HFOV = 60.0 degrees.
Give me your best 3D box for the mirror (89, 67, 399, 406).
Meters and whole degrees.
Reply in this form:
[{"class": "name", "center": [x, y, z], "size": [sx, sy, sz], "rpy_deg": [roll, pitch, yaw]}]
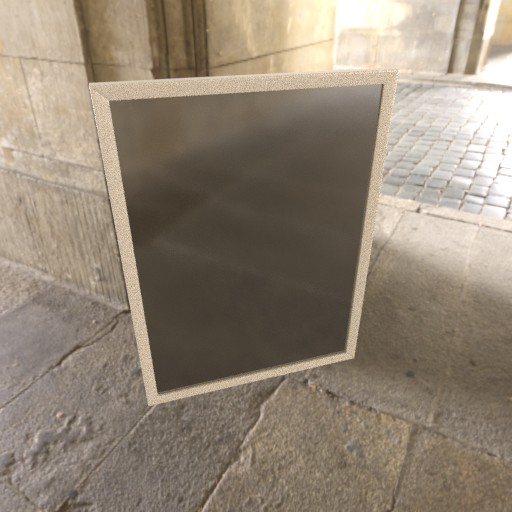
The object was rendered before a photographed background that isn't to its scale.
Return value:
[{"class": "mirror", "center": [0.000, 0.000, 1.329], "size": [0.762, 1.016, 0.040], "rpy_deg": [-9, 32, -15]}]
